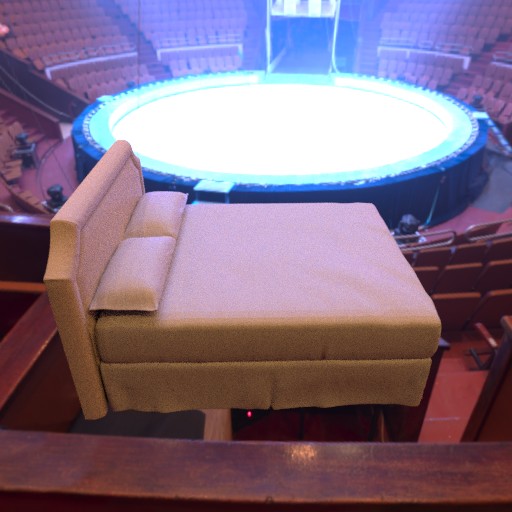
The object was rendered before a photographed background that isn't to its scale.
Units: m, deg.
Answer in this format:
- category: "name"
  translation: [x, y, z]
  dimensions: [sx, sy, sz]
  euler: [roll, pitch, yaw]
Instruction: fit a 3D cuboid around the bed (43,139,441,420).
- category: "bed"
  translation: [0.000, 0.000, 3.187]
  dimensions: [2.164, 1.297, 1.828]
  euler: [-1, 32, -1]
